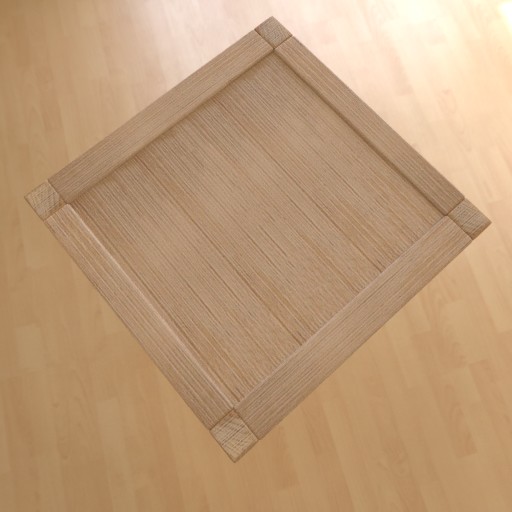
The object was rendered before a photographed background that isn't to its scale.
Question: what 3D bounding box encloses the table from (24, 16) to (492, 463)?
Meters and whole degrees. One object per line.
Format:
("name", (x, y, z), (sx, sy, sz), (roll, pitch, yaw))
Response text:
("table", (0.000, 0.000, 1.027), (0.559, 0.610, 0.558), (-40, 79, -10))
